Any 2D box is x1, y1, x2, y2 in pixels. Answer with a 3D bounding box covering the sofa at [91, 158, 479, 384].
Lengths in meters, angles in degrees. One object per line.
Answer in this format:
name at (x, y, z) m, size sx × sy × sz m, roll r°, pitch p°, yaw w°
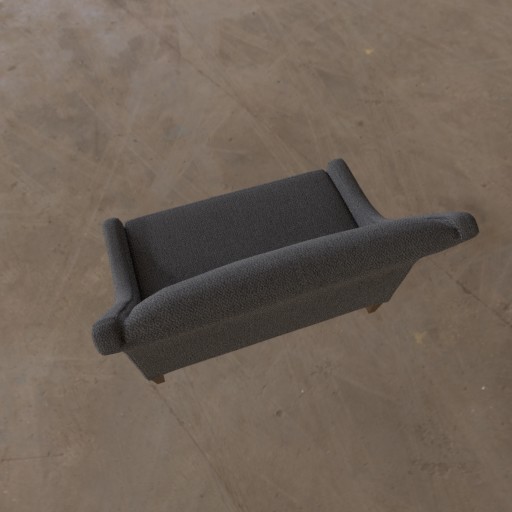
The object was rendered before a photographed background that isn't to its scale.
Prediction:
sofa at (0.000, 0.000, 1.921) m, size 1.242 × 1.022 × 0.873 m, roll -16°, pitch 60°, yaw -10°
